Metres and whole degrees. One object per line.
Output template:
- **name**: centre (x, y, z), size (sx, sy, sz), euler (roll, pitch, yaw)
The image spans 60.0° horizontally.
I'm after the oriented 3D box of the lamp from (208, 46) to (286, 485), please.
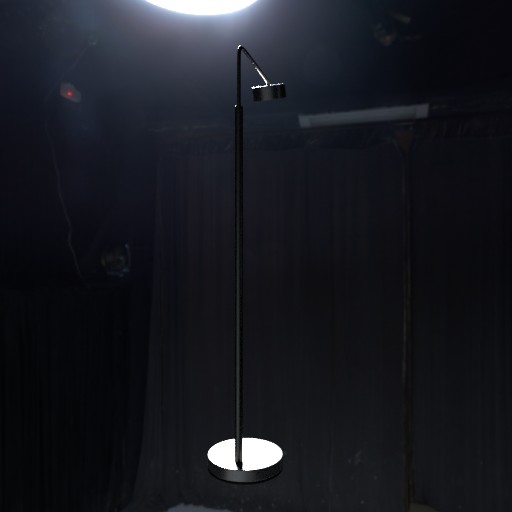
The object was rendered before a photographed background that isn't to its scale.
- **lamp**: centre (0.000, 0.000, 1.418), size (0.222, 1.250, 0.421), euler (0, -1, 18)
